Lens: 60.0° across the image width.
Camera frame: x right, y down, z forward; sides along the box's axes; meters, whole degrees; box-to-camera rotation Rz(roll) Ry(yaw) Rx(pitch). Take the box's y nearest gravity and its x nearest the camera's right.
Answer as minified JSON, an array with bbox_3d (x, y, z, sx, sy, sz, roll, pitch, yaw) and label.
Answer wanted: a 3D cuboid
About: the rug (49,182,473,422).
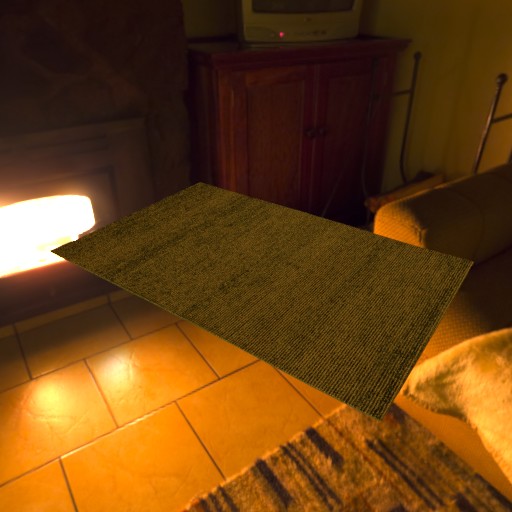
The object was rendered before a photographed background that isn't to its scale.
[{"bbox_3d":[0.000,0.000,2.189,1.777,0.021,1.145,21,37,30],"label":"rug"}]
